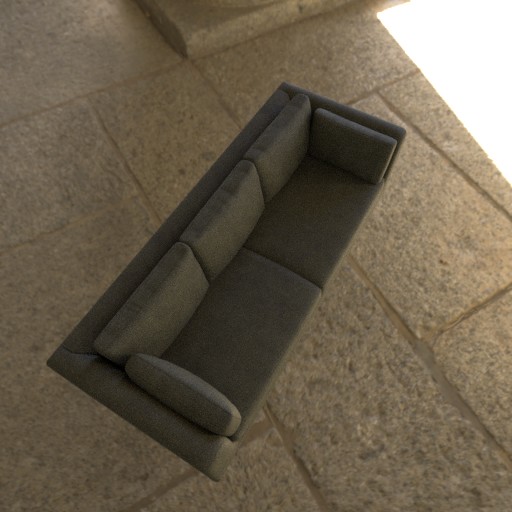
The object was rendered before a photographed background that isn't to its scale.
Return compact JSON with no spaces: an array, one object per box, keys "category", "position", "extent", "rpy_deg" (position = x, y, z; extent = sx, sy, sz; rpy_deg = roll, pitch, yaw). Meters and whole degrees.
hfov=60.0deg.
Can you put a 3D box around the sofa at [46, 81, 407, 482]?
[{"category":"sofa","position":[0.000,0.000,2.829],"extent":[0.969,0.867,2.415],"rpy_deg":[27,63,15]}]
